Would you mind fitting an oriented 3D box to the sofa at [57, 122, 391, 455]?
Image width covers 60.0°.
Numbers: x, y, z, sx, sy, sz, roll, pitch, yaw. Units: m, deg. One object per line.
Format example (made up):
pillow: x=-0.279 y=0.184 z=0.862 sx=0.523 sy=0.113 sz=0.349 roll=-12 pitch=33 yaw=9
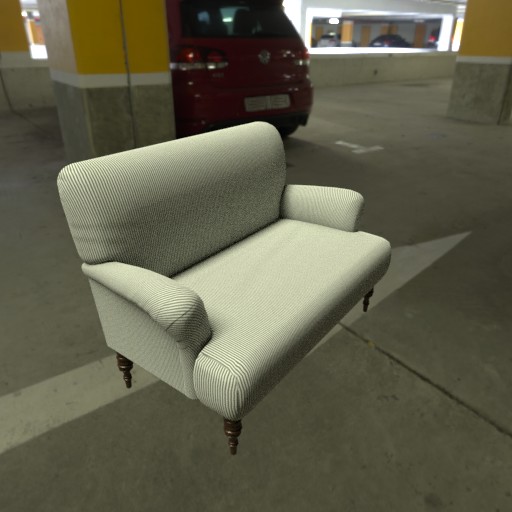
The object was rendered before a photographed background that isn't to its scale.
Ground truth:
sofa: x=0.000 y=0.000 z=1.856 sx=0.779 sy=0.889 sz=1.297 roll=18 pitch=31 yaw=32
